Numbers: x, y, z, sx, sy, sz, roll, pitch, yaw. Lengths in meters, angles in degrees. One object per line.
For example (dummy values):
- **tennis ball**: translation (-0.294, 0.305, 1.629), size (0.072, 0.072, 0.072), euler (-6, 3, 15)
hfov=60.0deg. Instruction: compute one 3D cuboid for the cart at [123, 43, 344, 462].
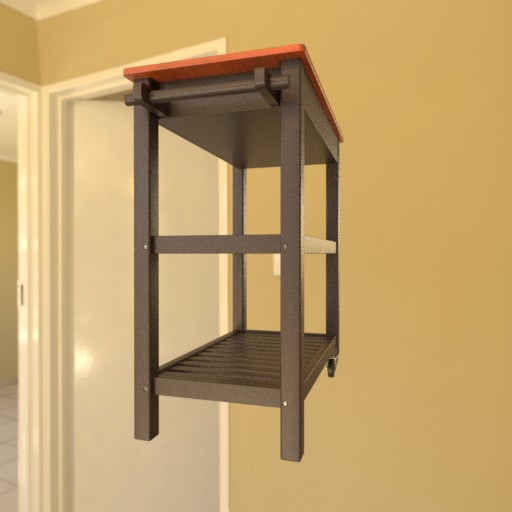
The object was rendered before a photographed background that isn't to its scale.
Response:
- **cart**: translation (0.000, 0.000, 1.399), size (0.457, 0.927, 0.899), euler (0, 0, 17)
